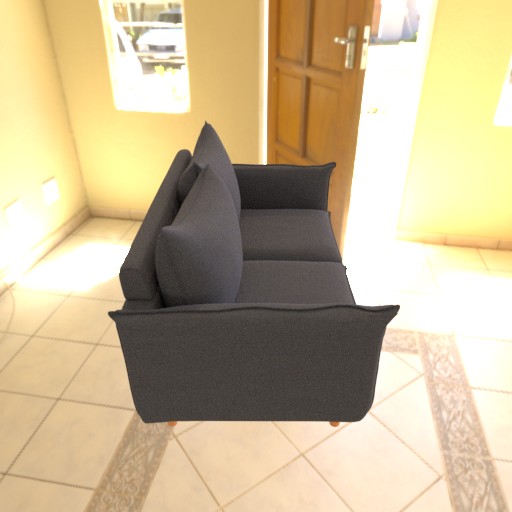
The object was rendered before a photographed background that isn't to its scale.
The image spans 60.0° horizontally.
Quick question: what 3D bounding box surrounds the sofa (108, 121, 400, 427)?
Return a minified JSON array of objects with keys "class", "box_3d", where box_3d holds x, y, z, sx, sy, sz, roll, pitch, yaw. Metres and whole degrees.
[{"class":"sofa","box_3d":[0.000,0.000,1.865,0.820,0.840,1.300,0,31,0]}]
